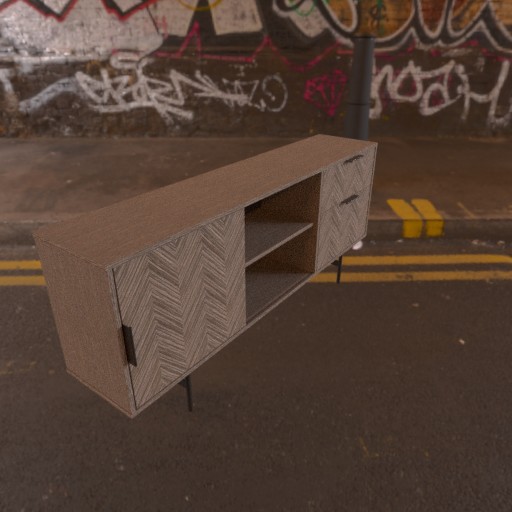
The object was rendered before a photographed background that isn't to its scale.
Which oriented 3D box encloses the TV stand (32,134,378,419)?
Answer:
[{"bbox_3d":[0.000,0.000,2.104,0.405,0.787,1.804,19,33,32],"label":"TV stand"}]
